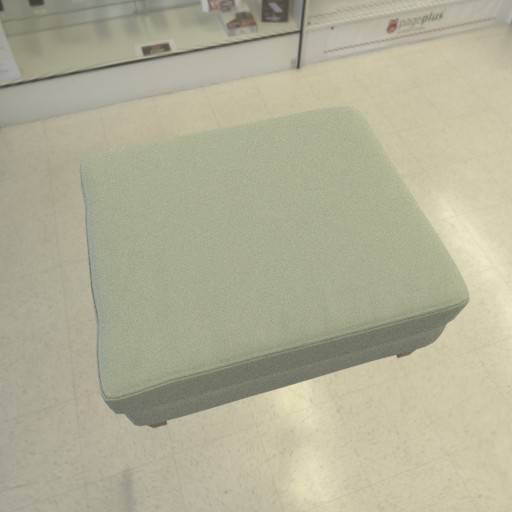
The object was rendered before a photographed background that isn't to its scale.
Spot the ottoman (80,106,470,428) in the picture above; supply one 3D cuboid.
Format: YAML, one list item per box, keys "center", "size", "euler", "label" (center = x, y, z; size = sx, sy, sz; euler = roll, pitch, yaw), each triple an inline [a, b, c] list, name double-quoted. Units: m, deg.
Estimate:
- center: [0.000, 0.000, 1.470]
  size: [0.991, 0.494, 0.842]
  euler: [-13, 58, -8]
  label: "ottoman"
